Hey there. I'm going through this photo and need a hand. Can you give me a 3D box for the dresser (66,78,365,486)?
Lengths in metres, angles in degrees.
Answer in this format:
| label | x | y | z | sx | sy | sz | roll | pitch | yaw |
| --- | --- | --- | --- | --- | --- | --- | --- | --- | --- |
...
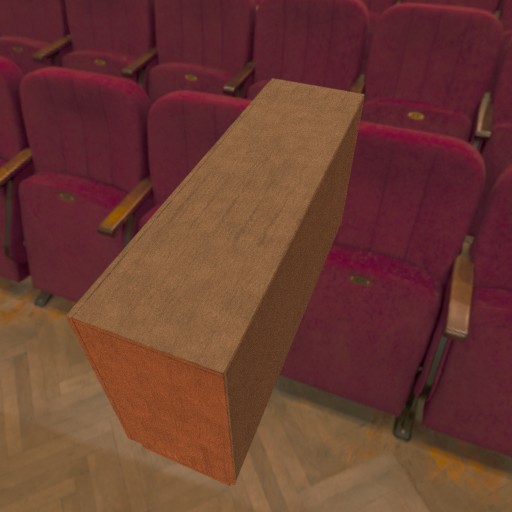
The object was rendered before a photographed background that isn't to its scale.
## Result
| label | x | y | z | sx | sy | sz | roll | pitch | yaw |
| --- | --- | --- | --- | --- | --- | --- | --- | --- | --- |
| dresser | 0.000 | 0.000 | 2.008 | 0.483 | 0.889 | 1.628 | 16 | 48 | 15 |
